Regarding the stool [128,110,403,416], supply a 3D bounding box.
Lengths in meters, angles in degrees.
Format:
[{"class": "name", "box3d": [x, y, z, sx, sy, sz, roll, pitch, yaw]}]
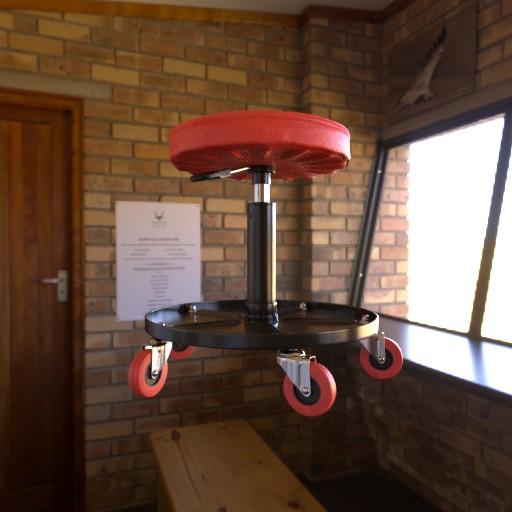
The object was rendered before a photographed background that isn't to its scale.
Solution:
[{"class": "stool", "box3d": [0.000, 0.000, 0.676, 0.381, 0.365, 0.382, 1, 1, 36]}]
